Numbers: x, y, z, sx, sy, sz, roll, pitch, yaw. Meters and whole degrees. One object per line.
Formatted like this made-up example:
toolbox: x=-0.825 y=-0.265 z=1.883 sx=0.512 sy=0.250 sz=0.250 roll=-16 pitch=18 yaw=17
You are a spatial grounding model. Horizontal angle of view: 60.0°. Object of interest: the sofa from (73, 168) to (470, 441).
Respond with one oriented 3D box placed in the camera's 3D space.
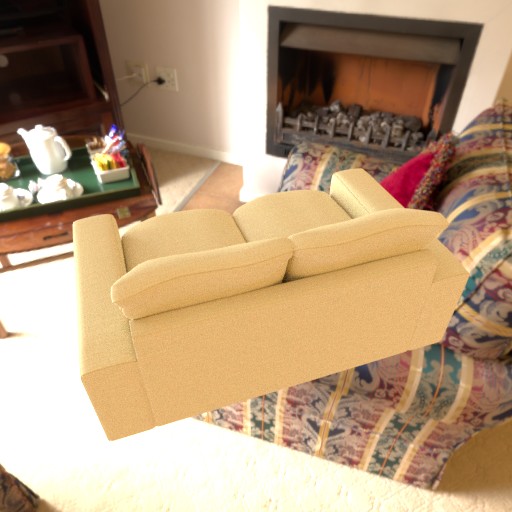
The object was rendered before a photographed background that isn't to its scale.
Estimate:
sofa: x=0.000 y=0.000 z=2.303 sx=1.754 sy=0.875 sz=1.091 roll=-13 pitch=43 yaw=-14
